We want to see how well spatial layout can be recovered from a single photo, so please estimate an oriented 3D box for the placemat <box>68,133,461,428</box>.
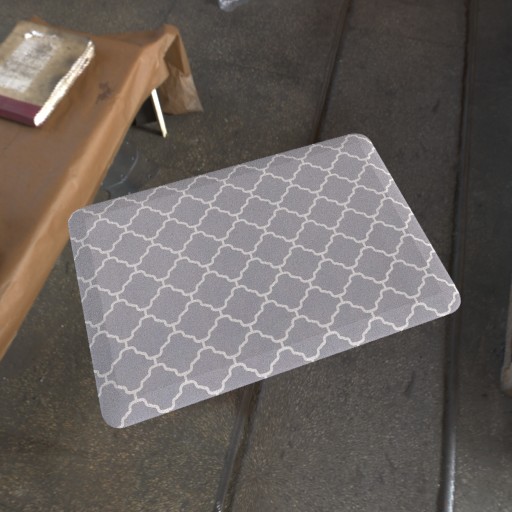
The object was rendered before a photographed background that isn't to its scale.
[{"bbox_3d":[0.000,0.000,0.973,0.762,0.021,0.508,-17,65,-8],"label":"placemat"}]
